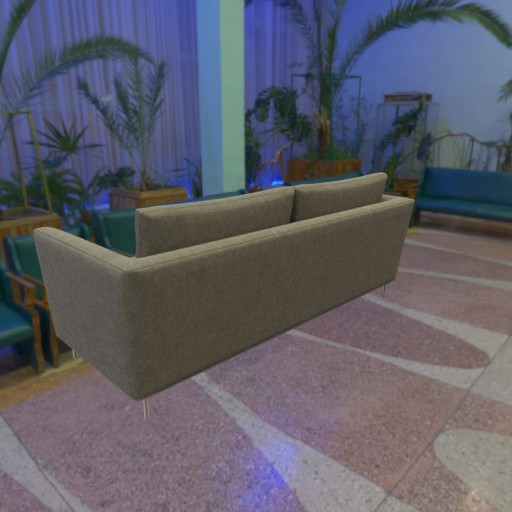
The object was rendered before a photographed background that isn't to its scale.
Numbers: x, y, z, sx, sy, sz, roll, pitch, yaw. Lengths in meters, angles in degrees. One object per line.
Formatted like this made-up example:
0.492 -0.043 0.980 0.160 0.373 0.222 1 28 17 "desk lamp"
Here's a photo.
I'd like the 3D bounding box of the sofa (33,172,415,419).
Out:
0.000 0.000 2.570 2.121 0.864 0.889 -16 23 -42 "sofa"
